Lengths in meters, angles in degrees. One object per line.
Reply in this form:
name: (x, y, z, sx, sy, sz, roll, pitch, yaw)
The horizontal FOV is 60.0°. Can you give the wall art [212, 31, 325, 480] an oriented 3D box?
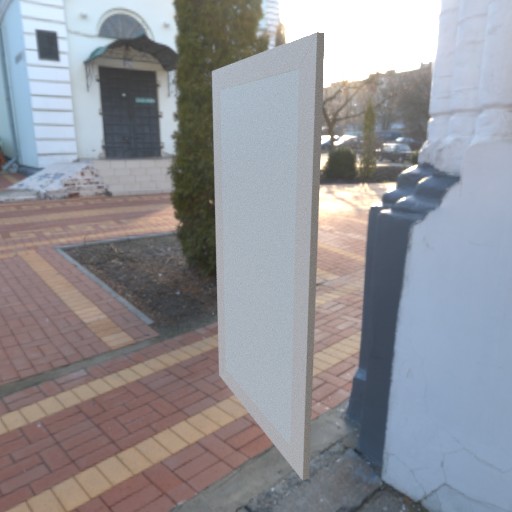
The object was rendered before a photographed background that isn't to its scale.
wall art: (0.000, 0.000, 0.819, 0.013, 0.683, 0.380, -7, 16, -25)
